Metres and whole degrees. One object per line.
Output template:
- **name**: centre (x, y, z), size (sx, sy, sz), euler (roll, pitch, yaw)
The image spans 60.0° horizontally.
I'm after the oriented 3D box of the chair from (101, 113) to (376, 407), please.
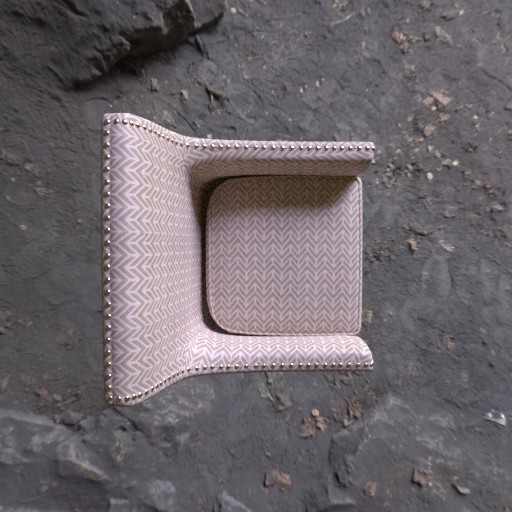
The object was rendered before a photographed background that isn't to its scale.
- **chair**: centre (0.000, 0.000, 1.303), size (0.651, 0.816, 0.623), euler (0, 92, 0)
